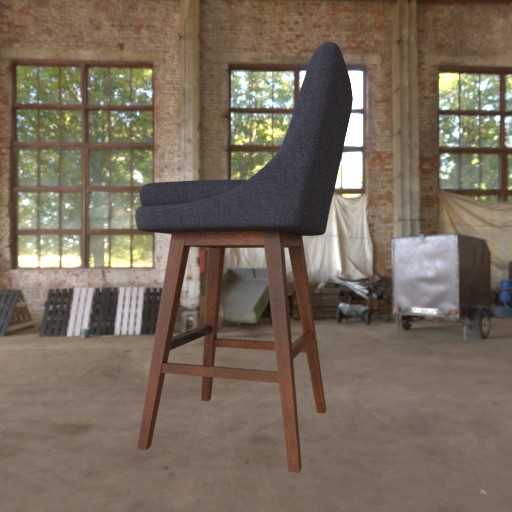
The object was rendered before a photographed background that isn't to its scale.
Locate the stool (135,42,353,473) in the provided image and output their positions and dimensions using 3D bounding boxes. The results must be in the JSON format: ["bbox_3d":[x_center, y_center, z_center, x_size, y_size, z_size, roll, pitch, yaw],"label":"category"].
[{"bbox_3d":[0.000,0.000,1.366,0.572,1.068,0.489,0,0,17],"label":"stool"}]
